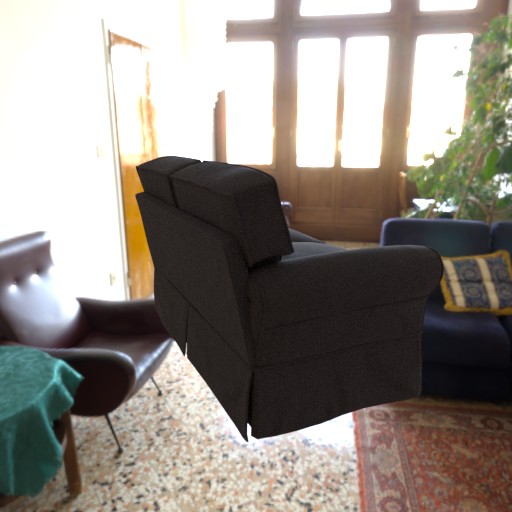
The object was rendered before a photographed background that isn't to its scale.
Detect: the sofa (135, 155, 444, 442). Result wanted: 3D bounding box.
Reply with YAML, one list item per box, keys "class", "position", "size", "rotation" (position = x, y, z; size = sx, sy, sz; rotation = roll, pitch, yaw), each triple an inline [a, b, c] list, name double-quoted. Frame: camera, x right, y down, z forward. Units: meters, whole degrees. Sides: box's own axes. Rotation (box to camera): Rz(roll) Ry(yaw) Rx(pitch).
- class: "sofa"
  position: [0.000, 0.000, 2.457]
  size: [0.997, 1.059, 1.801]
  rotation: [-7, 17, -25]
